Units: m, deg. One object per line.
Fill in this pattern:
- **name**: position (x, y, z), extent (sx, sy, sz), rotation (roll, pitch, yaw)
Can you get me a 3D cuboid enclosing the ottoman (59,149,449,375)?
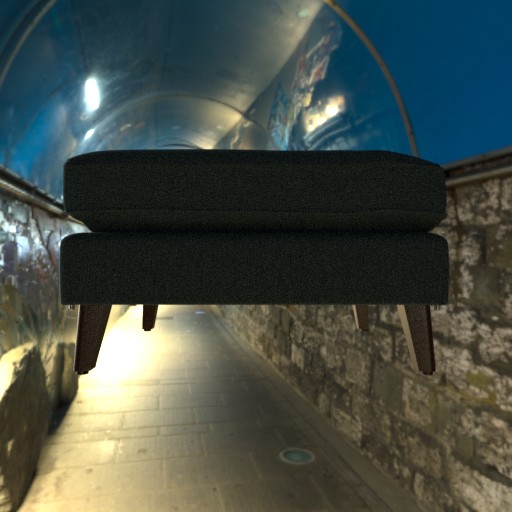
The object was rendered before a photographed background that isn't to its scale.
- **ottoman**: position (0.000, 0.000, 1.226), extent (0.835, 0.503, 0.629), rotation (0, 0, 0)
